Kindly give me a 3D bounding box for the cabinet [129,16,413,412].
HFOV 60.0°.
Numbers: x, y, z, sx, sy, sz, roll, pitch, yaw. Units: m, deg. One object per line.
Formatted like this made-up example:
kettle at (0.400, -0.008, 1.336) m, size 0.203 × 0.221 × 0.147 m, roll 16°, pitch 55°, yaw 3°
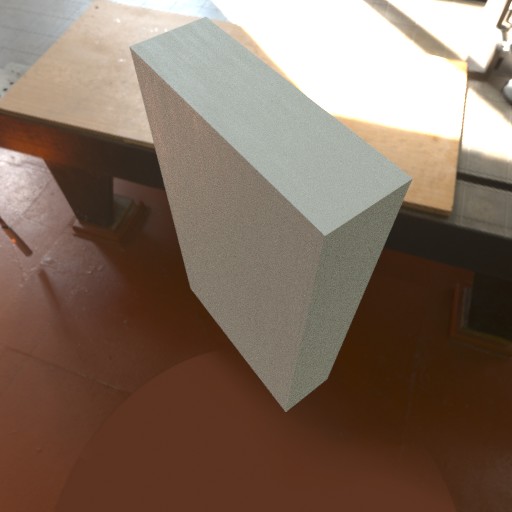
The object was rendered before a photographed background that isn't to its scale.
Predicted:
cabinet at (0.000, 0.000, 1.551) m, size 0.250 × 1.280 × 0.750 m, roll -32°, pitch 62°, yaw -19°
